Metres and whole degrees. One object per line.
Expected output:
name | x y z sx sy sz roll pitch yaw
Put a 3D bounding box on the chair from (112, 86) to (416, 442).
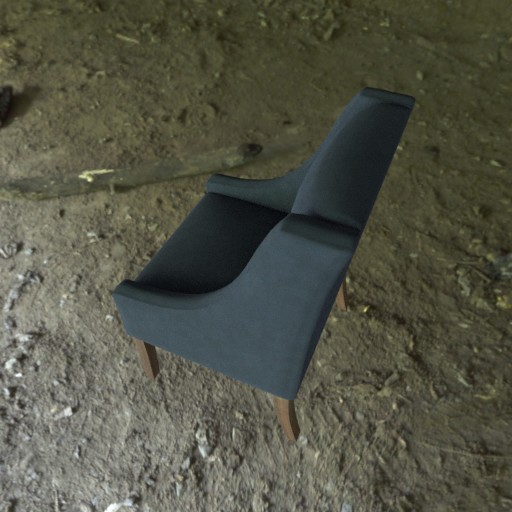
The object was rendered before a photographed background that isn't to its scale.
chair | 0.000 0.000 1.340 0.629 0.895 0.629 18 49 16
